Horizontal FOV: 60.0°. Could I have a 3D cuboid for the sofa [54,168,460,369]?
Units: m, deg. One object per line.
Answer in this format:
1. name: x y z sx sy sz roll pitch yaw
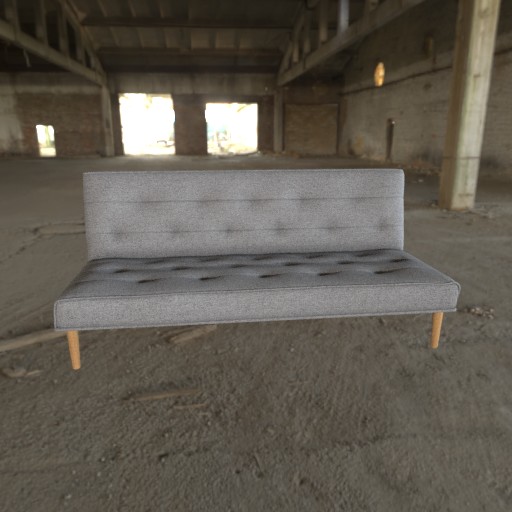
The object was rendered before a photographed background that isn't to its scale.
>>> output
1. sofa: 0.000 0.000 2.293 1.820 0.830 0.810 -2 16 -7
